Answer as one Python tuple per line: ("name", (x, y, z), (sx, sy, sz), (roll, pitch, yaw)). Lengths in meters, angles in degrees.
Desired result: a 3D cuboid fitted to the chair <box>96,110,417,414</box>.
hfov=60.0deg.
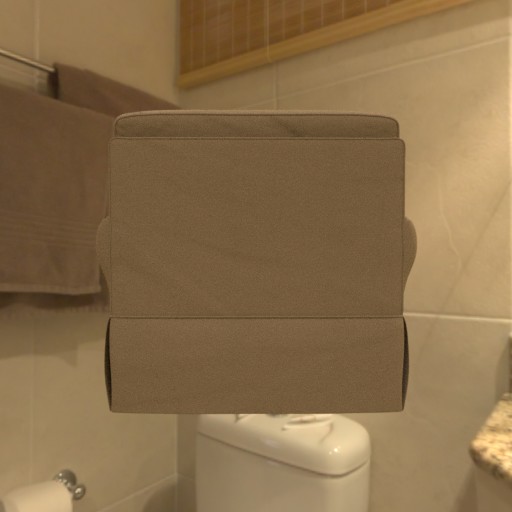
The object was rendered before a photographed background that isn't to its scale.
("chair", (0.000, 0.000, 1.858), (1.135, 1.017, 0.988), (0, -1, 0))
